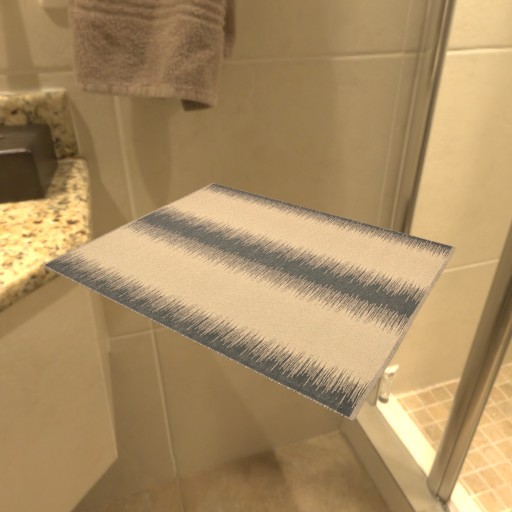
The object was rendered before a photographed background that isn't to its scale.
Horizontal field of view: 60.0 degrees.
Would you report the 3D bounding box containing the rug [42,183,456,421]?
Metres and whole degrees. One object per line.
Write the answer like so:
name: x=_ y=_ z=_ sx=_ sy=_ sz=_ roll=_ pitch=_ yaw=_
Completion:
rug: x=0.000 y=0.000 z=4.139 sx=3.037 sy=0.004 sz=2.453 roll=19 pitch=36 yaw=29
